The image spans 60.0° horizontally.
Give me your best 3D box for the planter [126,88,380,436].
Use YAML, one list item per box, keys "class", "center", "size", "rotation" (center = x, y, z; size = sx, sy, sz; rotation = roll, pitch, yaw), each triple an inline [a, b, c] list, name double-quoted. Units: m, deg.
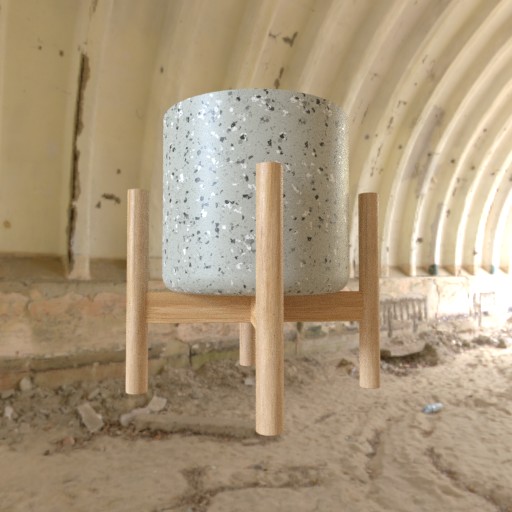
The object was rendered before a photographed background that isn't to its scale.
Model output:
- class: "planter"
  center: [0.000, 0.000, 0.538]
  size: [0.284, 0.320, 0.284]
  rotation: [-1, -2, 18]
